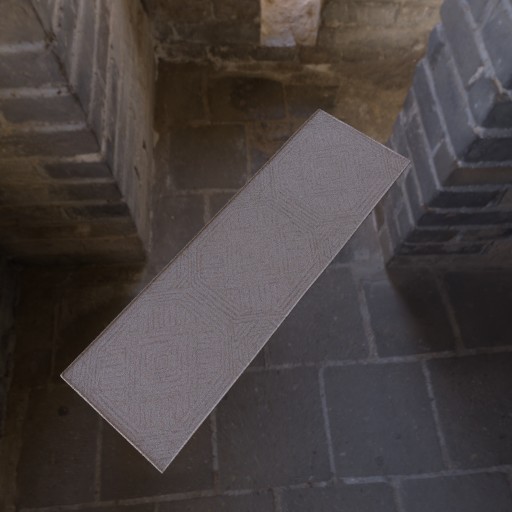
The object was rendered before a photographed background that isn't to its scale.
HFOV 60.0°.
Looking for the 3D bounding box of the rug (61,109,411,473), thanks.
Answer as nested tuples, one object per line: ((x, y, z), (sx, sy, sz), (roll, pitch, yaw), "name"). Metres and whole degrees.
((0.000, 0.000, 2.720), (0.775, 0.012, 2.452), (36, 69, 16), "rug")
